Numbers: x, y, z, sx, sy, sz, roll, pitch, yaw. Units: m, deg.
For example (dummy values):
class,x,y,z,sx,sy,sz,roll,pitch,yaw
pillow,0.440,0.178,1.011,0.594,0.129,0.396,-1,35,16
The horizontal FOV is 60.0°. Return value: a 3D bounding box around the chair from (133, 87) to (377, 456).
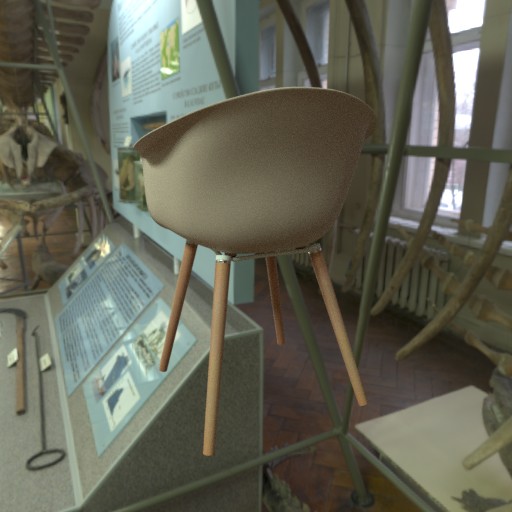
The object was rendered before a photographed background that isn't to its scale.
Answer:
class,x,y,z,sx,sy,sz,roll,pitch,yaw
chair,0.000,0.000,1.163,0.593,0.781,0.504,-7,16,-26
